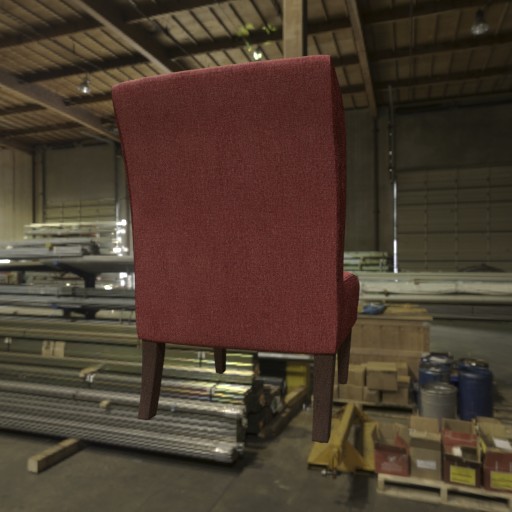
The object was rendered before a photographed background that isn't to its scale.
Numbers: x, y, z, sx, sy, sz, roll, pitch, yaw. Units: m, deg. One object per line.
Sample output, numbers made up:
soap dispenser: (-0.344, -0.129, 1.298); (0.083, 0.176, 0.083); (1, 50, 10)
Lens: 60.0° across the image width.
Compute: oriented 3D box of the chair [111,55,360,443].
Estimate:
chair: (0.000, 0.000, 1.273); (0.538, 0.846, 0.640); (0, 0, 18)
